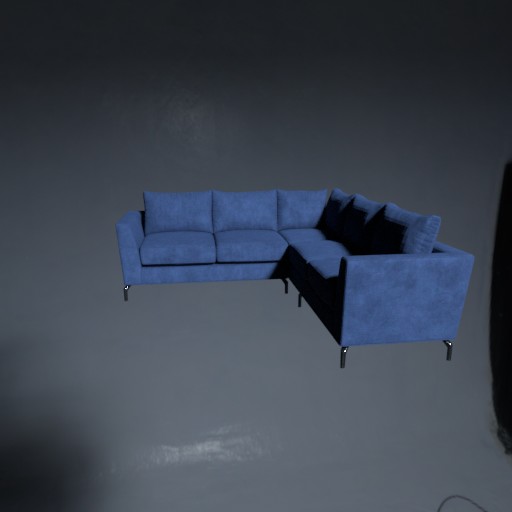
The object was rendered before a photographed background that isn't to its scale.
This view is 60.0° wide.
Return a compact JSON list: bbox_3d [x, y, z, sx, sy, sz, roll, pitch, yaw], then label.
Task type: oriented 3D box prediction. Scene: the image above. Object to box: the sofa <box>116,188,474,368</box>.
[{"bbox_3d":[0.000,0.000,3.885,2.472,0.988,2.463,-2,14,-8],"label":"sofa"}]
